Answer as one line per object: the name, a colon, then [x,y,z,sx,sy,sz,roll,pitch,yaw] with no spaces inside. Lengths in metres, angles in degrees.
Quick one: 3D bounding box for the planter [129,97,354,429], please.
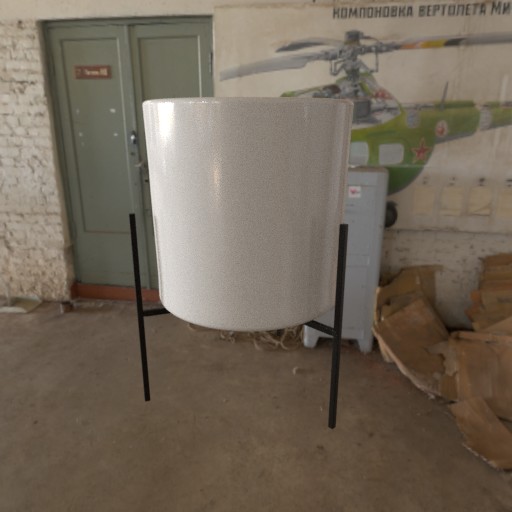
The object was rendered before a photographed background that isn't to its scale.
planter: [0.000,0.000,0.653,0.307,0.431,0.308,-16,24,-42]
